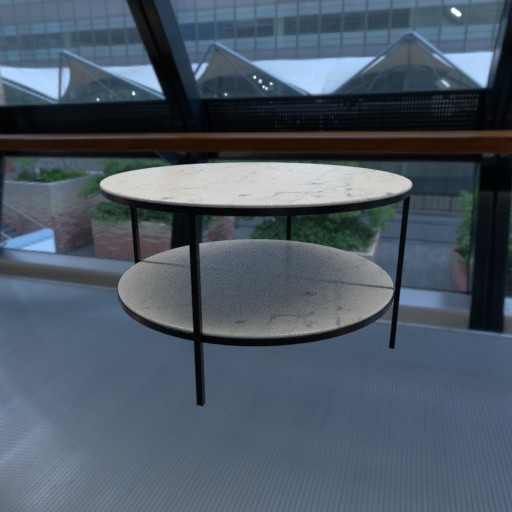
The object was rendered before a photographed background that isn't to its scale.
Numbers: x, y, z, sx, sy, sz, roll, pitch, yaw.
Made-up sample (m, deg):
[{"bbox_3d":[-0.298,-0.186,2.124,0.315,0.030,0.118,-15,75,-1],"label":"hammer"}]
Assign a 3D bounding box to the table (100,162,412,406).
[{"bbox_3d":[0.000,0.000,1.263,0.800,0.450,0.800,0,17,0],"label":"table"}]
